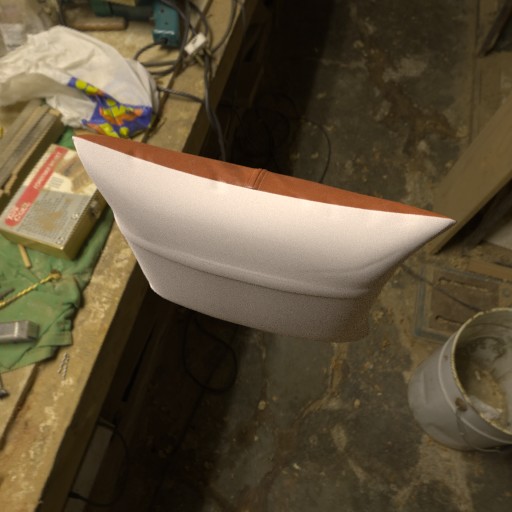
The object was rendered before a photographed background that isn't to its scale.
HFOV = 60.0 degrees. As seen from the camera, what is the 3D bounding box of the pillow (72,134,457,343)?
[{"bbox_3d":[0.000,0.000,0.769,0.501,0.477,0.192,14,64,7],"label":"pillow"}]
